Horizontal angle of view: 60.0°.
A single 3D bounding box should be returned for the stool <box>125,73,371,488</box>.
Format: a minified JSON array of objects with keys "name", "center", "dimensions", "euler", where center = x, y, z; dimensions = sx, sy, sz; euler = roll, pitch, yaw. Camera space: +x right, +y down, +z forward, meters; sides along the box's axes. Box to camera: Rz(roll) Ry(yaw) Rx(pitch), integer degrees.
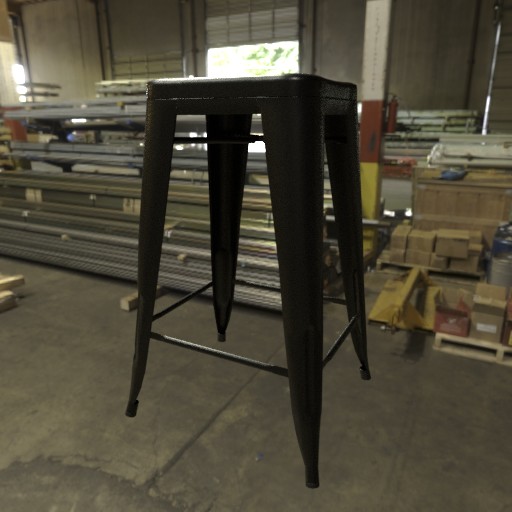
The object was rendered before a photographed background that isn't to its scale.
[{"name":"stool","center":[0.000,0.000,0.831],"dimensions":[0.399,0.609,0.359],"euler":[9,20,26]}]
